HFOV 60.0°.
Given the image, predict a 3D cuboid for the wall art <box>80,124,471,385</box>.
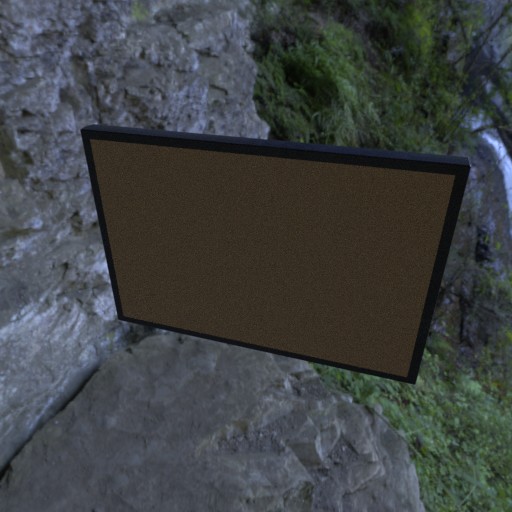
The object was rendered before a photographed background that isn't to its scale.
[{"bbox_3d":[0.000,0.000,0.783,0.610,0.409,0.038,9,32,15],"label":"wall art"}]
